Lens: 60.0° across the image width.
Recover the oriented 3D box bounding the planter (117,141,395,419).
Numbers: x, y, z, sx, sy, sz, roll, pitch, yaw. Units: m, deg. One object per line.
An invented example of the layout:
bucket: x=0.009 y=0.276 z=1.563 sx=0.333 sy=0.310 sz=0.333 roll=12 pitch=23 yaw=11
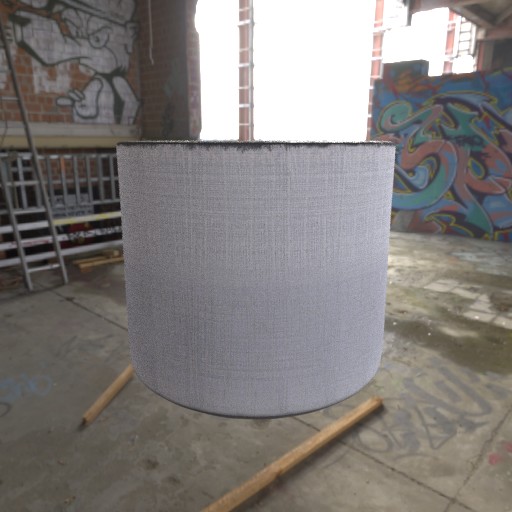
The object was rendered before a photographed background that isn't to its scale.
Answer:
planter: x=0.000 y=0.000 z=0.440 sx=0.254 sy=0.221 sz=0.254 roll=0 pitch=15 yaw=0
